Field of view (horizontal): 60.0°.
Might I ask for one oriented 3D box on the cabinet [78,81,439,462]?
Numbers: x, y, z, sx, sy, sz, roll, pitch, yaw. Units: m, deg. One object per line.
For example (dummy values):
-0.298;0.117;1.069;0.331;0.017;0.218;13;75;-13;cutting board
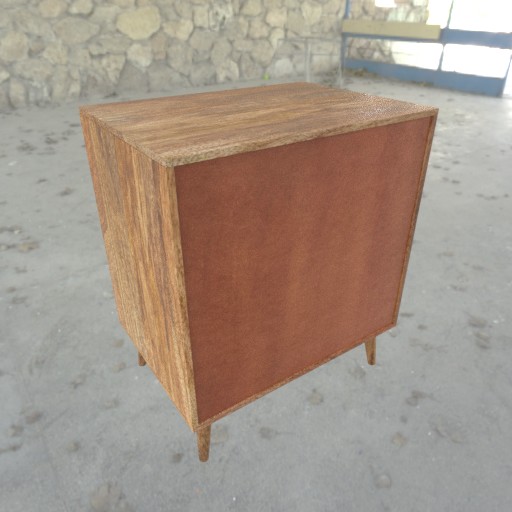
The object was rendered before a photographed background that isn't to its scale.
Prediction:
0.000;0.000;1.167;0.647;0.758;0.473;-19;35;-29;cabinet
